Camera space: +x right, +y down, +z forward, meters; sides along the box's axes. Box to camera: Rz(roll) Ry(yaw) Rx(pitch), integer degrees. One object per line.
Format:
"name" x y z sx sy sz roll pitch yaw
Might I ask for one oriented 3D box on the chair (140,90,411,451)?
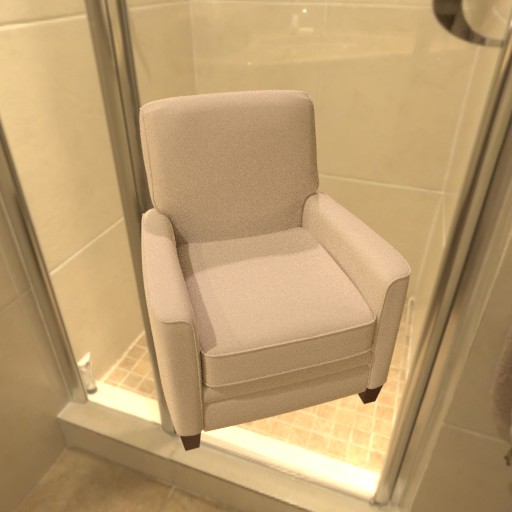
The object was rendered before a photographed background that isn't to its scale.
"chair" 0.000 0.000 1.667 0.841 1.028 0.858 -9 34 -14
